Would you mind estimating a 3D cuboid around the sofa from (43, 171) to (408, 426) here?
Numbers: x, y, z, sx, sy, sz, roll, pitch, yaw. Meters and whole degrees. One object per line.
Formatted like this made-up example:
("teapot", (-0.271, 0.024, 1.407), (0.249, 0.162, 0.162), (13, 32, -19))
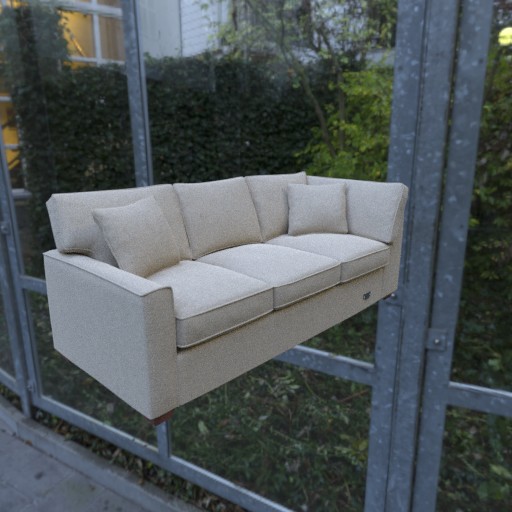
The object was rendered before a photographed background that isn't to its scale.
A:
("sofa", (0.000, 0.000, 2.912), (1.061, 0.962, 2.317), (14, 20, 42))
